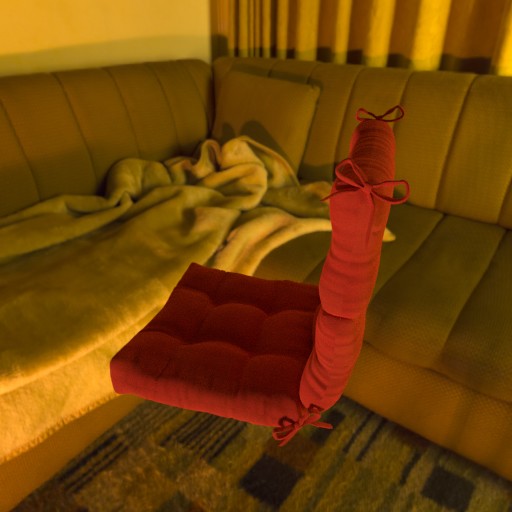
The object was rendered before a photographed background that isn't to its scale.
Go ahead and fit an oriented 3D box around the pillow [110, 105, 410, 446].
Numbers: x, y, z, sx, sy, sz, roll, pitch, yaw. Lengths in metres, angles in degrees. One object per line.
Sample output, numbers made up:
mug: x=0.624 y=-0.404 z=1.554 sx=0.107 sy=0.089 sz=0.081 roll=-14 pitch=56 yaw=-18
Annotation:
pillow: x=0.000 y=0.000 z=1.001 sx=0.571 sy=0.605 sz=0.519 roll=8 pitch=30 yaw=14
